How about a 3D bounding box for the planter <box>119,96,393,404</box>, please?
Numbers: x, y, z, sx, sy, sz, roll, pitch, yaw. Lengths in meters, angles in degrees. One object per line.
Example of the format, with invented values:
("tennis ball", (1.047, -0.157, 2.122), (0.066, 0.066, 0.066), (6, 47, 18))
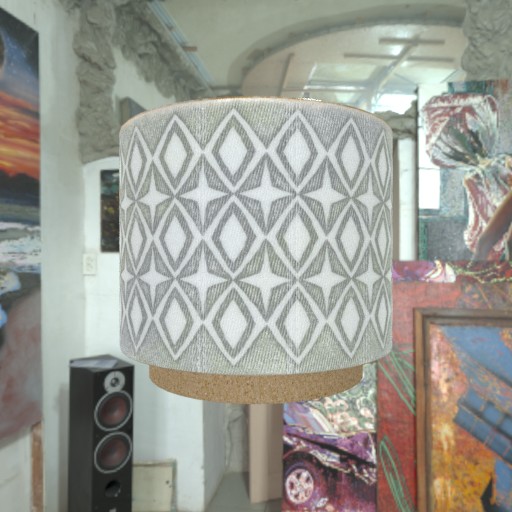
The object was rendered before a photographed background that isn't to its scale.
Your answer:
("planter", (0.000, 0.000, 0.433), (0.255, 0.223, 0.255), (0, 0, 0))
